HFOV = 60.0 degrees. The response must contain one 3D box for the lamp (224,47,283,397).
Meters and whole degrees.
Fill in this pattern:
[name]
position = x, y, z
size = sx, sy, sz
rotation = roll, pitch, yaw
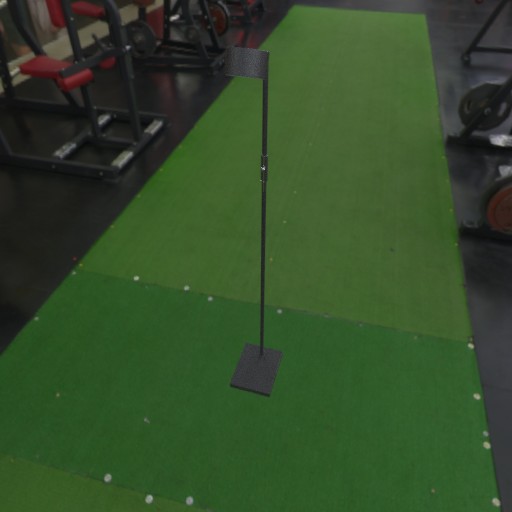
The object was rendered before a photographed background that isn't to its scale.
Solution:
[lamp]
position = 0.000, 0.000, 1.731
size = 0.203, 1.600, 0.304
rotation = 11, 42, 12
